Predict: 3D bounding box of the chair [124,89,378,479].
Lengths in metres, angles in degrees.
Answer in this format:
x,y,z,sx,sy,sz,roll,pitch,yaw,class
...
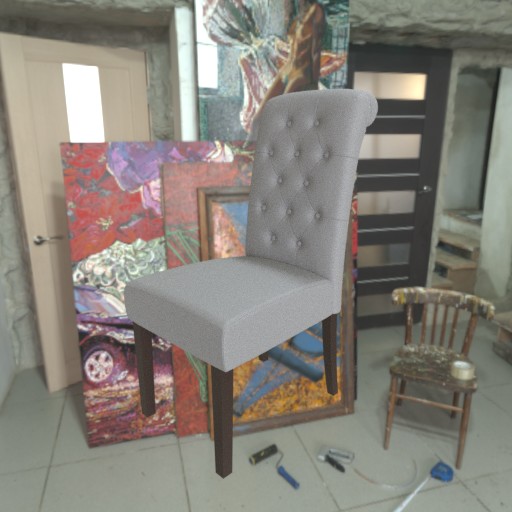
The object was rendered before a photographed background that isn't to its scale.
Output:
x,y,z,sx,sy,sz,roll,pitch,yaw,class
0.000,0.000,1.380,0.456,1.006,0.671,15,21,43,chair
